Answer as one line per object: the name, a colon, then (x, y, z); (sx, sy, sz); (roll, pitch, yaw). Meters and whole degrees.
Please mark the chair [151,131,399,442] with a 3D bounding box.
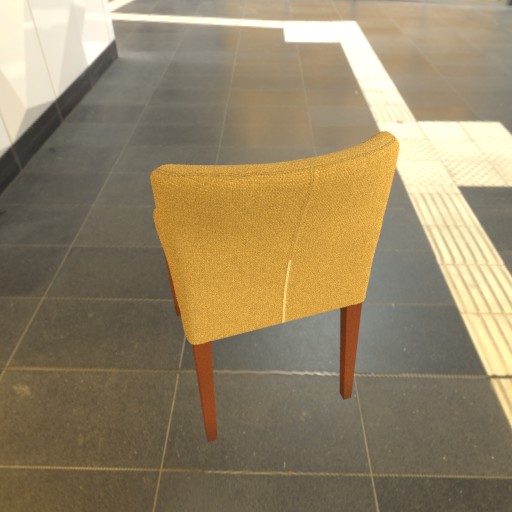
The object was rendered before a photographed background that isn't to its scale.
chair: (0.000, 0.000, 1.184); (0.491, 0.839, 0.589); (-12, 42, -14)
